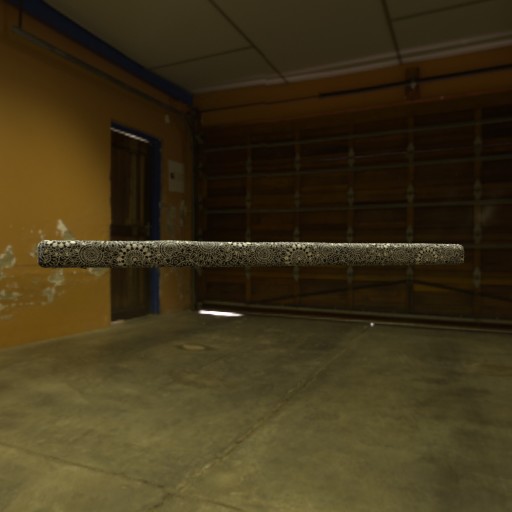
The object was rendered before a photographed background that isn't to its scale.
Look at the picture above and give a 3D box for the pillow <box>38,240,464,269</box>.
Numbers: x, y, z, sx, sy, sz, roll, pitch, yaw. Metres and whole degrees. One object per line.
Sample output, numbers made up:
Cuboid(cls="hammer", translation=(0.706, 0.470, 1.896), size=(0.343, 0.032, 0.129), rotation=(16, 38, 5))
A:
Cuboid(cls="pillow", translation=(0.000, 0.000, 1.342), size=(1.187, 0.081, 0.492), rotation=(0, 0, -20))
